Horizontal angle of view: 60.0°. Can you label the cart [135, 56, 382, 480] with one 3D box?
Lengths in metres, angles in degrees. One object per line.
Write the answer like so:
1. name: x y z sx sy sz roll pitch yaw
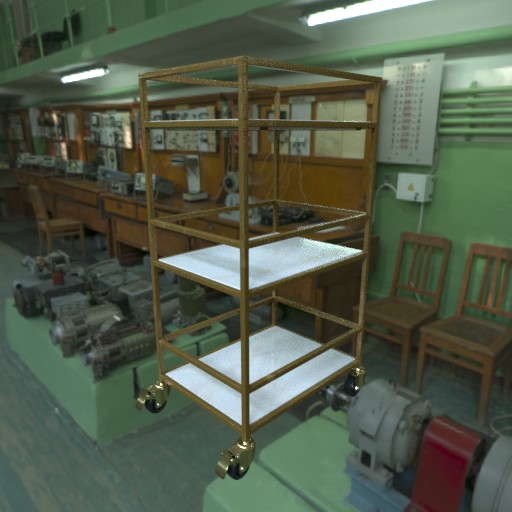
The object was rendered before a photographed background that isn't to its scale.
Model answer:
1. cart: 0.000 0.000 0.997 0.483 0.761 0.332 -15 22 -43
